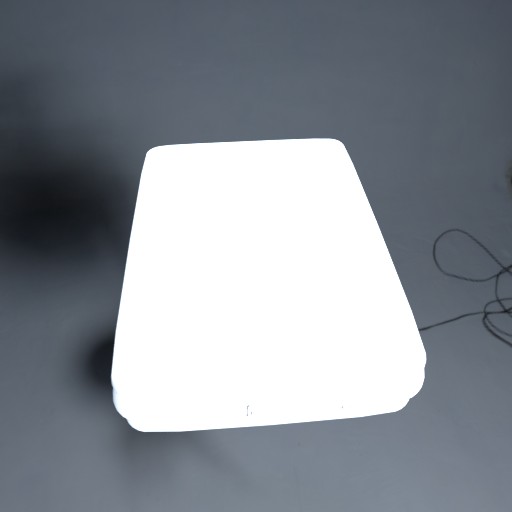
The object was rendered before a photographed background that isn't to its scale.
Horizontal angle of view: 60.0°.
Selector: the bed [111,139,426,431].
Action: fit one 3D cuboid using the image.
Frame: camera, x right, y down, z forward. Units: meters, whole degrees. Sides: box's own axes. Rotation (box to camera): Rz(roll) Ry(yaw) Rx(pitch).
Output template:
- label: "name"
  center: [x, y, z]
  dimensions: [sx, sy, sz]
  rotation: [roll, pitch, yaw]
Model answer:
- label: "bed"
  center: [0.000, 0.000, 2.737]
  dimensions: [1.520, 0.460, 2.036]
  rotation: [-3, 46, -3]
